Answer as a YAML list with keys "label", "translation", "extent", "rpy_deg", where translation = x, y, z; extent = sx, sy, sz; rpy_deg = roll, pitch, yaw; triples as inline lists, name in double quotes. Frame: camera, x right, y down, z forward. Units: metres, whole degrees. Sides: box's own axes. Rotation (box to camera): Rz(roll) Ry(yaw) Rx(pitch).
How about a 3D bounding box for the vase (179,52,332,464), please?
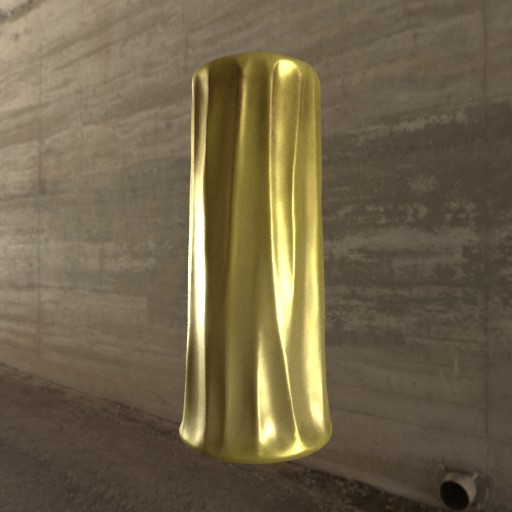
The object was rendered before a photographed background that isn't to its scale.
- label: "vase"
  translation: [0.000, 0.000, 0.180]
  extent: [0.061, 0.143, 0.061]
  rpy_deg: [0, -1, 0]
